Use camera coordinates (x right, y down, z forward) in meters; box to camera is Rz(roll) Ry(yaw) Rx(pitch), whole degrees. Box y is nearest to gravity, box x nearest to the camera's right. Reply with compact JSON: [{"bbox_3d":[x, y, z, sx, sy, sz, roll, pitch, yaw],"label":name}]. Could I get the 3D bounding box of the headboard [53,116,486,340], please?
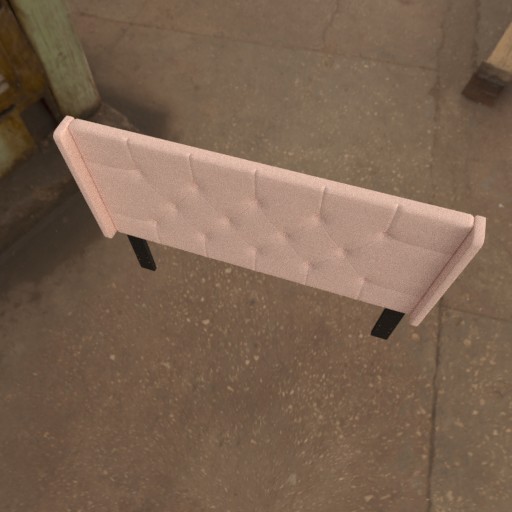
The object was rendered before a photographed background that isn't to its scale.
[{"bbox_3d":[0.000,0.000,2.695,2.051,1.524,0.184,16,60,9],"label":"headboard"}]
